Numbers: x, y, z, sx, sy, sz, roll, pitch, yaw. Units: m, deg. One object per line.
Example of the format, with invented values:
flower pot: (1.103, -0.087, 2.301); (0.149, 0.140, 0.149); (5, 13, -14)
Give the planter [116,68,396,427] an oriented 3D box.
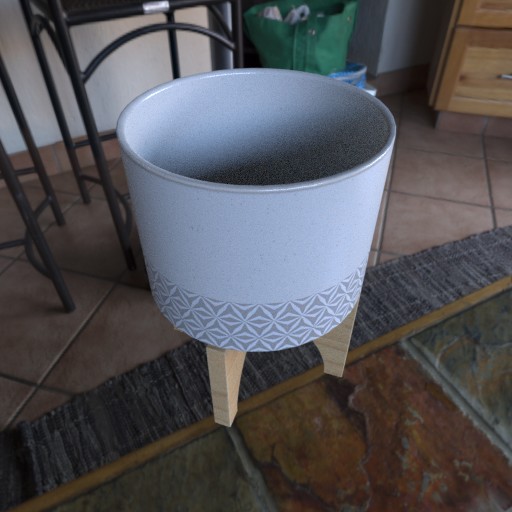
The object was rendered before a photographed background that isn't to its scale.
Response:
planter: (0.000, 0.000, 0.516); (0.249, 0.343, 0.249); (0, 41, 0)
